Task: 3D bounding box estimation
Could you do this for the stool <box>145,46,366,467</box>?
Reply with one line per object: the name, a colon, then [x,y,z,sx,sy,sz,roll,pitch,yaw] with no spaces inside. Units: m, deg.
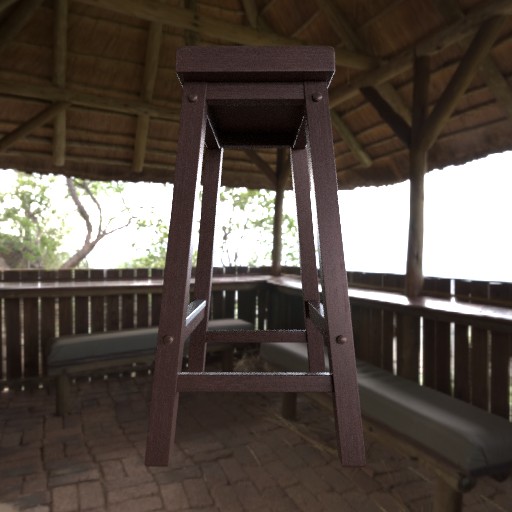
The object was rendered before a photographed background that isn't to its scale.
stool: [0.000,0.000,0.842,0.322,0.610,0.406,0,1,0]
